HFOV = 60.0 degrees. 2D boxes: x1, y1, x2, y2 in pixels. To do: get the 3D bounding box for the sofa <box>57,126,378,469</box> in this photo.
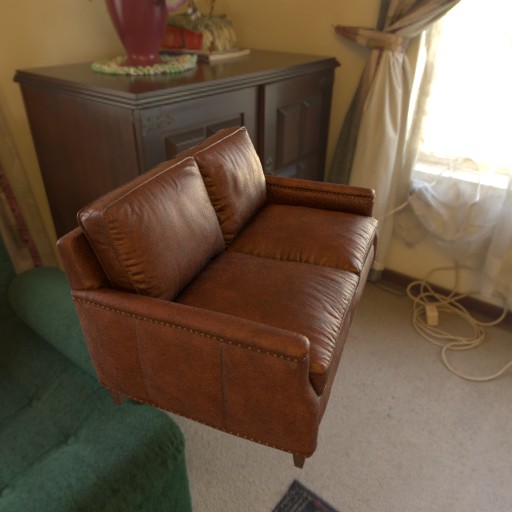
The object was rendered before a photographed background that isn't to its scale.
[{"bbox_3d":[0.000,0.000,2.300,1.083,1.003,1.628,11,32,18],"label":"sofa"}]
